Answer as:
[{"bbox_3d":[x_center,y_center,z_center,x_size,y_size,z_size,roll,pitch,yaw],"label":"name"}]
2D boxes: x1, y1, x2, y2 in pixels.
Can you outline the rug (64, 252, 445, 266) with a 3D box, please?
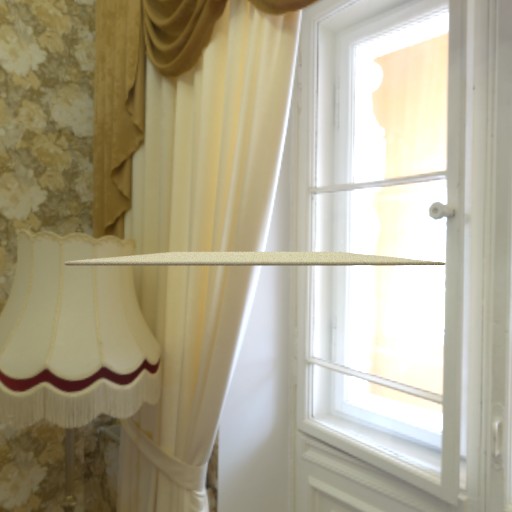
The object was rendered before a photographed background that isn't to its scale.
[{"bbox_3d":[0.000,0.000,2.346,1.238,0.014,1.848,0,2,1],"label":"rug"}]
